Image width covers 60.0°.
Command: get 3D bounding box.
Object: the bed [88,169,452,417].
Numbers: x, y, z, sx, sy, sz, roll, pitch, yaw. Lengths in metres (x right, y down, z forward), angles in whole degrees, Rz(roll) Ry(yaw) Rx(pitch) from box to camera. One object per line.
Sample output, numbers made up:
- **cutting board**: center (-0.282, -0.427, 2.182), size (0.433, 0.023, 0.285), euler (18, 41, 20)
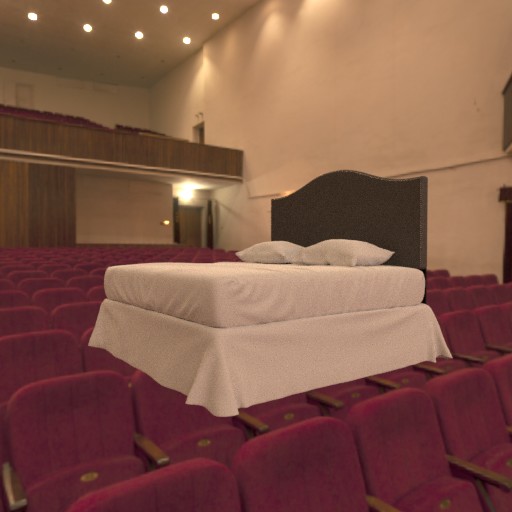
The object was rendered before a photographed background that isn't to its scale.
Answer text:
- **bed**: center (0.000, 0.000, 3.756), size (2.219, 1.651, 2.314), euler (0, 1, -36)
